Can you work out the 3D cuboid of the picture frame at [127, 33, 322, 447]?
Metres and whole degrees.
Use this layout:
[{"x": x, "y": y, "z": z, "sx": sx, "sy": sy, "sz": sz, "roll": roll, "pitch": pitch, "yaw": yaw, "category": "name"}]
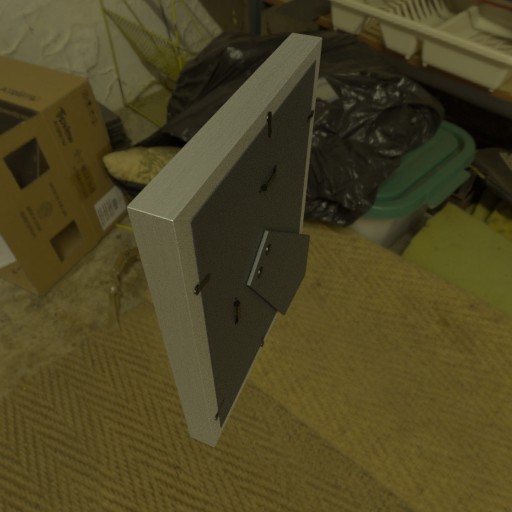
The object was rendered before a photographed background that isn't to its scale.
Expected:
[{"x": 0.000, "y": 0.000, "z": 0.381, "sx": 0.036, "sy": 0.282, "sz": 0.233, "roll": 17, "pitch": 49, "yaw": 15, "category": "picture frame"}]
